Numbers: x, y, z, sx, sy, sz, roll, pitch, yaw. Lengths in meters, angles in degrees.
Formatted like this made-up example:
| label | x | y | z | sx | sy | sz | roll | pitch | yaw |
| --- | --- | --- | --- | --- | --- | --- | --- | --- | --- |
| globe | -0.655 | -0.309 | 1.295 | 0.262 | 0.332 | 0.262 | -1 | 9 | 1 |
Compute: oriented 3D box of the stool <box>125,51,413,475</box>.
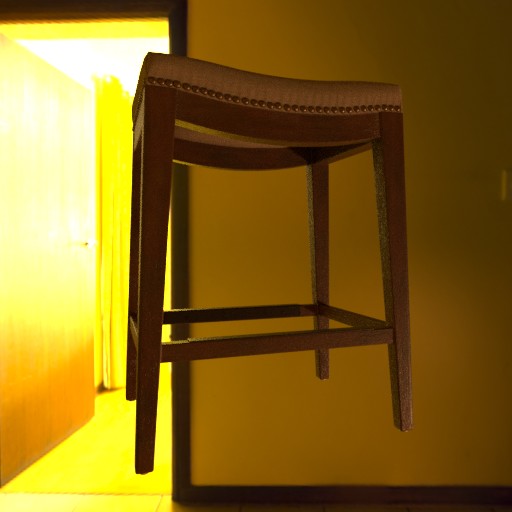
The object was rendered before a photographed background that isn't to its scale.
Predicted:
| label | x | y | z | sx | sy | sz | roll | pitch | yaw |
| --- | --- | --- | --- | --- | --- | --- | --- | --- | --- |
| stool | 0.000 | 0.000 | 0.913 | 0.508 | 0.660 | 0.356 | -1 | 2 | -19 |
